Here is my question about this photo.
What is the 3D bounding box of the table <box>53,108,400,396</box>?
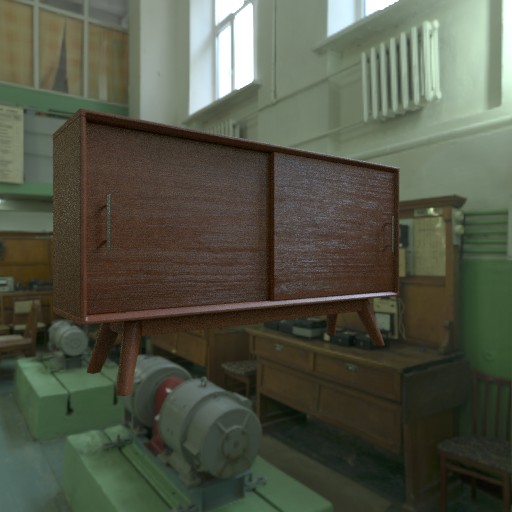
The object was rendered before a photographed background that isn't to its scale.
[{"bbox_3d":[0.000,0.000,1.506,1.220,0.698,0.308,0,0,-36],"label":"table"}]
